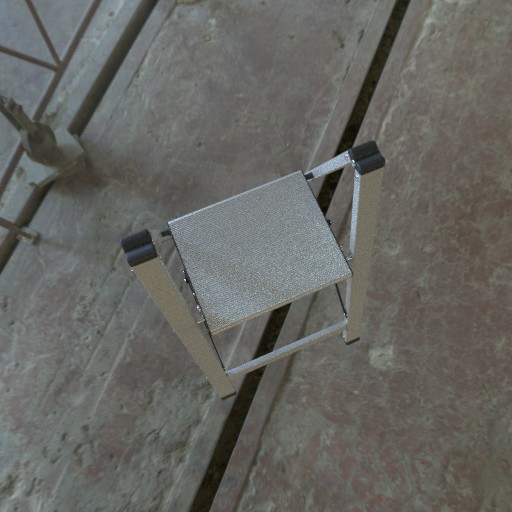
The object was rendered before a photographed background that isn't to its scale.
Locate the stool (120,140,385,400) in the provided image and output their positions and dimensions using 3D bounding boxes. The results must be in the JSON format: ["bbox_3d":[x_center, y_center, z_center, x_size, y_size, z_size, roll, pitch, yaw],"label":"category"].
[{"bbox_3d":[0.000,0.000,1.013,0.440,0.670,0.535,-22,76,-6],"label":"stool"}]
